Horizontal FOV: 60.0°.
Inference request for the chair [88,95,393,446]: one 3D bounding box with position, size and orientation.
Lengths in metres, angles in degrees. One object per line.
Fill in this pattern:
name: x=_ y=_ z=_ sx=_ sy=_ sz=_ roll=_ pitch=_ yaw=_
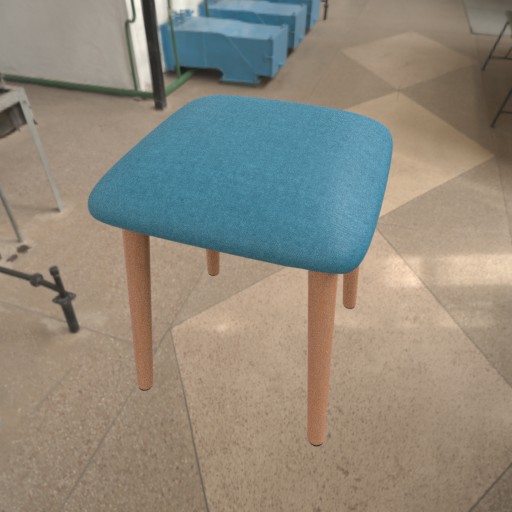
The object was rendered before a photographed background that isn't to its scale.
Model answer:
chair: x=0.000 y=0.000 z=0.735 sx=0.360 sy=0.450 sz=0.360 roll=13 pitch=43 yaw=14
